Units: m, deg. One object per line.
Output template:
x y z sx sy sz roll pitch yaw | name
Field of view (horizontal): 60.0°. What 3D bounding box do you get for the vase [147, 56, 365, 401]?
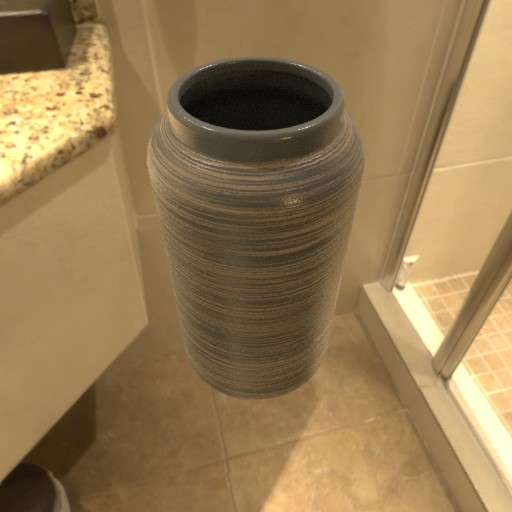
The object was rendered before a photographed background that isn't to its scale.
0.000 0.000 0.297 0.116 0.230 0.116 0 45 0 | vase
